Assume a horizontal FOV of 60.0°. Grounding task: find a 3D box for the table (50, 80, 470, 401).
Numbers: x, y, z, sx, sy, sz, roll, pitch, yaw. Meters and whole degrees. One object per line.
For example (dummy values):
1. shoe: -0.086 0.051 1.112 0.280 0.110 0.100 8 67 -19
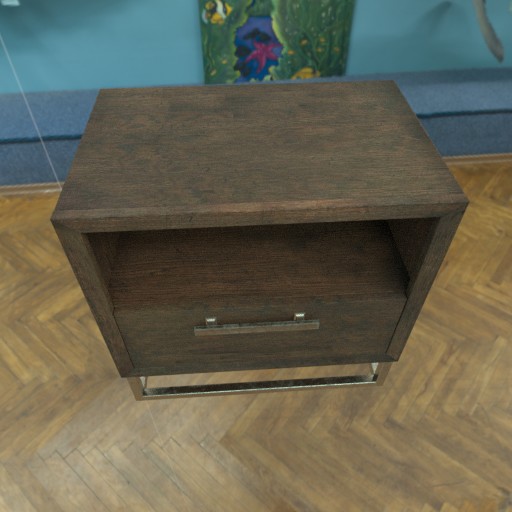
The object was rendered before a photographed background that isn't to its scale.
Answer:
1. table: 0.000 0.000 1.241 0.767 0.746 0.542 -3 46 -3
